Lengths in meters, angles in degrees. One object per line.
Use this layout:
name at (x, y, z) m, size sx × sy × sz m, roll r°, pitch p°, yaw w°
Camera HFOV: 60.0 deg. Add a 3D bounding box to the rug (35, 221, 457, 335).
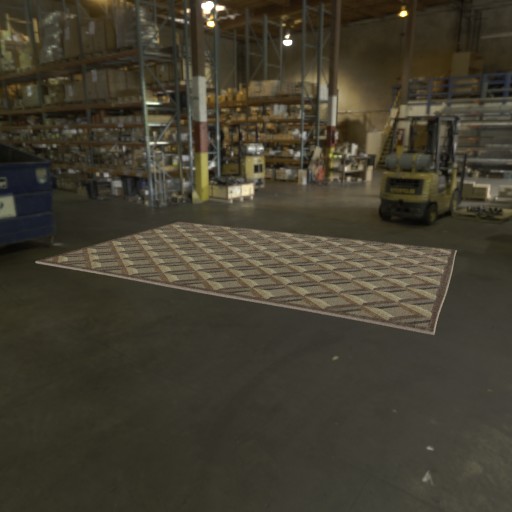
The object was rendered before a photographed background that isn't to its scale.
rug at (0.000, 0.000, 2.078) m, size 1.677 × 0.011 × 1.066 m, roll 7°, pitch 17°, yaw 26°
